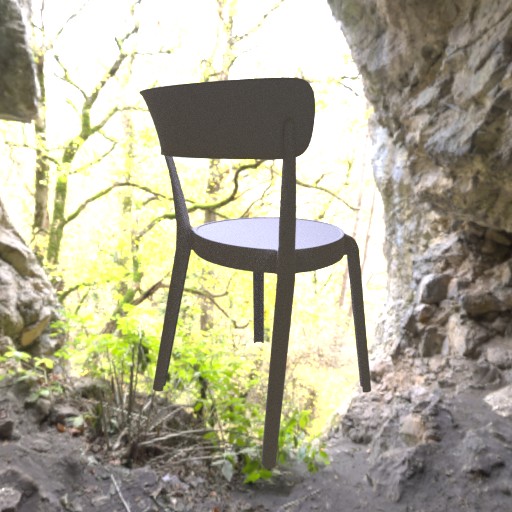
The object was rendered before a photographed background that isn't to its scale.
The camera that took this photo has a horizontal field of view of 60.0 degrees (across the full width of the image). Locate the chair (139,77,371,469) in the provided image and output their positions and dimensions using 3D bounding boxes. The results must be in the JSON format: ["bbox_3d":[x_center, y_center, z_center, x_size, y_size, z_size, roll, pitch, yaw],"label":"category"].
[{"bbox_3d":[0.000,0.000,1.131,0.506,0.790,0.491,15,21,42],"label":"chair"}]
